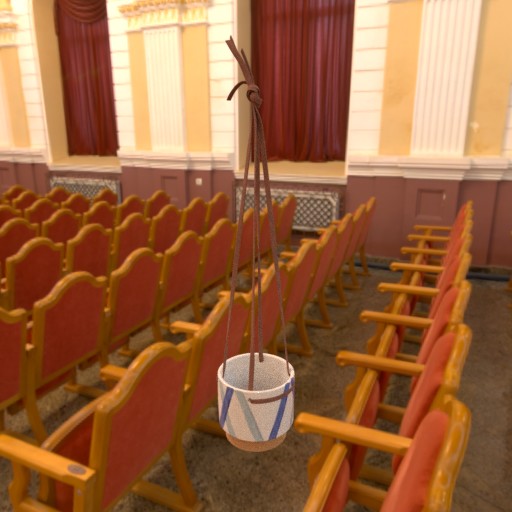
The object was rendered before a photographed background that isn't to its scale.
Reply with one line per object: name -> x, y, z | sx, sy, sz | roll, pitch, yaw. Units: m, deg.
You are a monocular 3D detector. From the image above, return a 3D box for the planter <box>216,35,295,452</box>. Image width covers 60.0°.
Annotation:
planter -> 0.000, 0.000, 0.817 | 0.157, 0.753, 0.153 | 7, 17, 25
